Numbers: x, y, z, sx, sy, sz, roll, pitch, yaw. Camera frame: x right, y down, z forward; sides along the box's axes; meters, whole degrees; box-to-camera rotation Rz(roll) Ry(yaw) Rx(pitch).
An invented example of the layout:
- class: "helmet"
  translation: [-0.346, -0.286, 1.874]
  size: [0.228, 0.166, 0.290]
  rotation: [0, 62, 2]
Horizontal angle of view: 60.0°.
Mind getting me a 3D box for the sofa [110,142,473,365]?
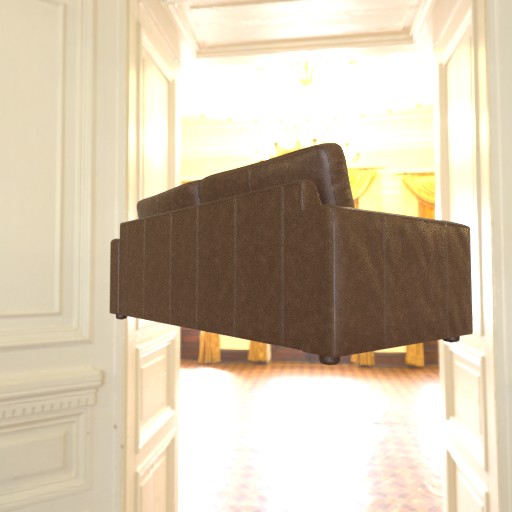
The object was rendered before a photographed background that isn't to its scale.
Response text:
- class: "sofa"
  translation: [0.000, 0.000, 2.691]
  size: [1.016, 0.873, 2.179]
  rotation: [2, -3, -38]
